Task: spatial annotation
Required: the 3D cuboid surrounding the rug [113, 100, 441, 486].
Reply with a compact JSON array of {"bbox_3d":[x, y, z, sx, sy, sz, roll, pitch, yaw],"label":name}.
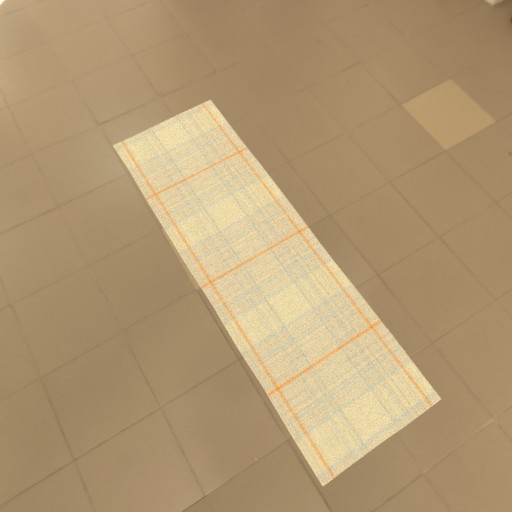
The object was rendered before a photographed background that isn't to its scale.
[{"bbox_3d":[0.000,0.000,2.676,0.770,0.016,2.442,-30,69,-13],"label":"rug"}]
